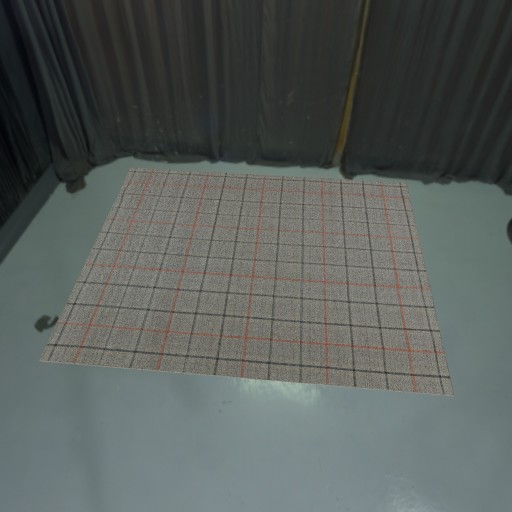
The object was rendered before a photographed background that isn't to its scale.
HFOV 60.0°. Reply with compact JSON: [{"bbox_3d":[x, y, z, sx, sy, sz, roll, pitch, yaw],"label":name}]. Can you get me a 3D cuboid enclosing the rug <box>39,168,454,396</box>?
[{"bbox_3d":[0.000,0.000,4.061,3.048,0.012,2.444,4,47,4],"label":"rug"}]
